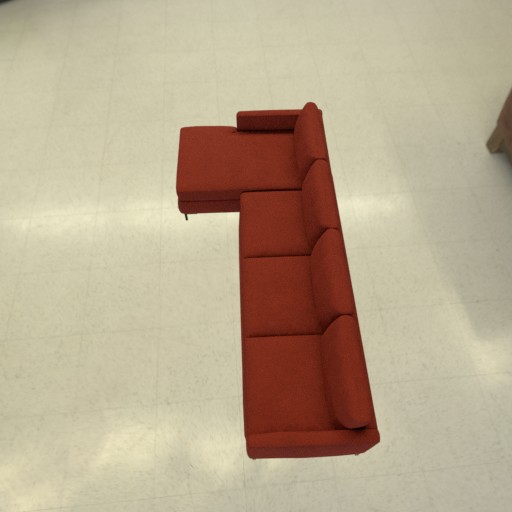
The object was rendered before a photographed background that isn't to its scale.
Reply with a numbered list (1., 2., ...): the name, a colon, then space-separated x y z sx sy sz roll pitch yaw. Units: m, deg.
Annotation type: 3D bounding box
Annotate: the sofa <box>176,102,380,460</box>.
1. sofa: 0.000 0.000 2.948 1.136 0.663 2.467 -2 59 -1
